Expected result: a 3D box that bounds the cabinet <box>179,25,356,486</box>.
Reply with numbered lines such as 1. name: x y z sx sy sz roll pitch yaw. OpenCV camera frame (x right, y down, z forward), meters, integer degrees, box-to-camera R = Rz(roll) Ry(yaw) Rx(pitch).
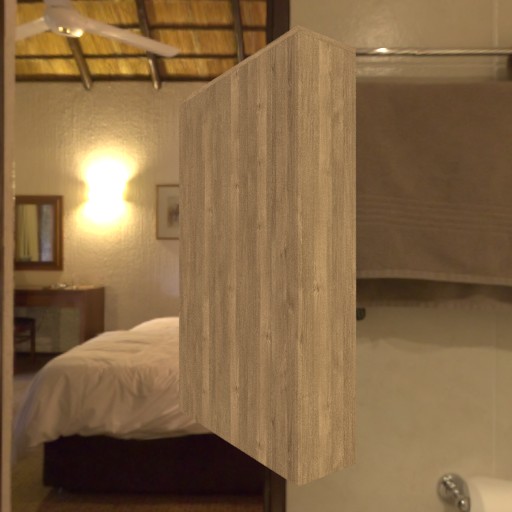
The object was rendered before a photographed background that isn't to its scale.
1. cabinet: 0.000 0.000 1.606 0.250 1.280 0.750 0 0 -36
